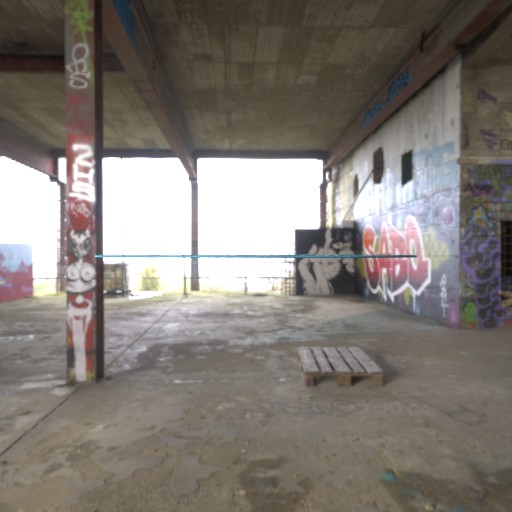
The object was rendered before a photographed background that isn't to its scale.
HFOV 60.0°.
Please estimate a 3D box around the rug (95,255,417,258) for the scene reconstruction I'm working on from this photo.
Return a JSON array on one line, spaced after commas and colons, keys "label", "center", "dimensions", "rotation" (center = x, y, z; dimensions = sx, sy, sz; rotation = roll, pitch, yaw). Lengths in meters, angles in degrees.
[{"label": "rug", "center": [0.000, 0.000, 2.331], "dimensions": [1.593, 0.012, 1.593], "rotation": [0, 0, 0]}]
